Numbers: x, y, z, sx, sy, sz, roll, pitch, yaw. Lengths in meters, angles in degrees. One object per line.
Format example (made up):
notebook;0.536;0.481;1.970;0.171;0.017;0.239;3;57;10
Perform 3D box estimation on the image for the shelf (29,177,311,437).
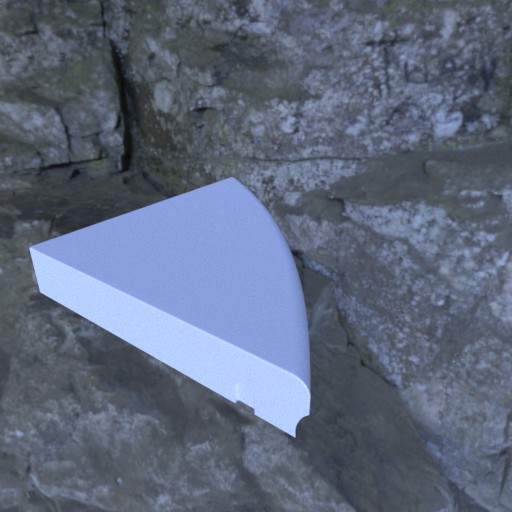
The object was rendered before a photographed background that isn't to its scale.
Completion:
shelf;0.000;0.000;0.460;0.310;0.050;0.310;18;32;32
